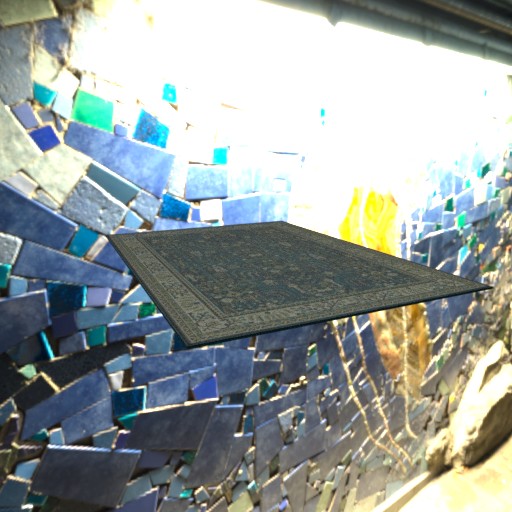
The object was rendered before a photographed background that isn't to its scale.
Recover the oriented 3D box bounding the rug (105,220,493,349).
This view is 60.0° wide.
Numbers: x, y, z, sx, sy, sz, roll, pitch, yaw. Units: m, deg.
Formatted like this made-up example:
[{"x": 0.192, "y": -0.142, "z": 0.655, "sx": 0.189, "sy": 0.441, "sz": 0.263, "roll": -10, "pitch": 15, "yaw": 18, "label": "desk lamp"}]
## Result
[{"x": 0.000, "y": 0.000, "z": 2.871, "sx": 1.594, "sy": 0.013, "sz": 2.213, "roll": -7, "pitch": 16, "yaw": -25, "label": "rug"}]
